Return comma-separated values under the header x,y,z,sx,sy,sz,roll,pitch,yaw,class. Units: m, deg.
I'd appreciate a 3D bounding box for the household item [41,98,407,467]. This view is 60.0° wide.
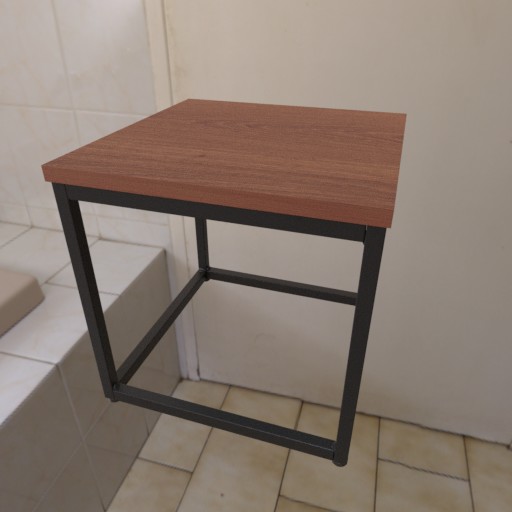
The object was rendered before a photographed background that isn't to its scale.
x,y,z,sx,sy,sz,roll,pitch,yaw,class
0.000,0.000,0.732,0.400,0.400,0.400,9,32,15,household item
